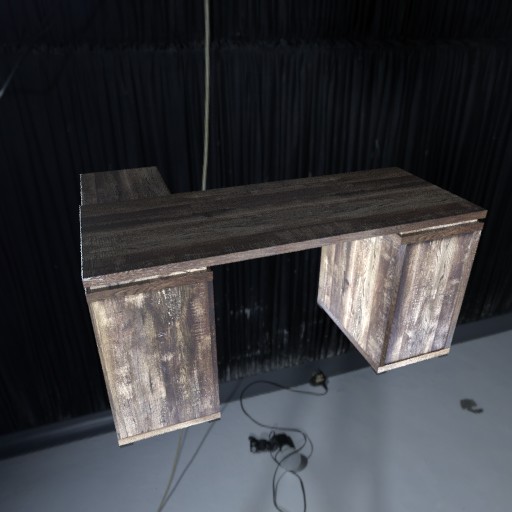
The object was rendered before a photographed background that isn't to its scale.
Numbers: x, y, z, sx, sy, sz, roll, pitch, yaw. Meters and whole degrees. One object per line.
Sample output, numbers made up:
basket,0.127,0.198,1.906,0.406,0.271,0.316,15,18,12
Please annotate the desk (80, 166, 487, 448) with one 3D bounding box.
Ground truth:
desk,0.000,0.000,2.212,1.524,0.753,1.200,-10,30,-17
